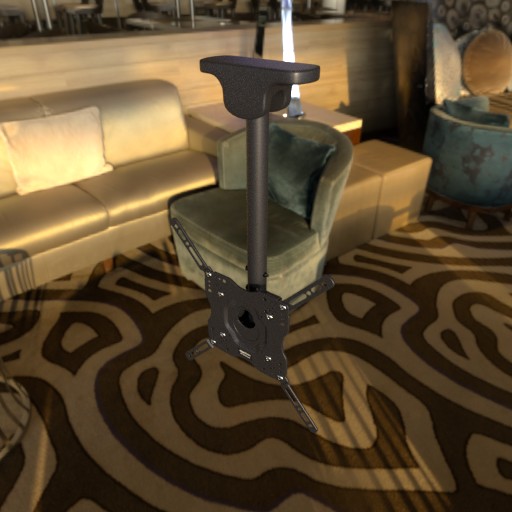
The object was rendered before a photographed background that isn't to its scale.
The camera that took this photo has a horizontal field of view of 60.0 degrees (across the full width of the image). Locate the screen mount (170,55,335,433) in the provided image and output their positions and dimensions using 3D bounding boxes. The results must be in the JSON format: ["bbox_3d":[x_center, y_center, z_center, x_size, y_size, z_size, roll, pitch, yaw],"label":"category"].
[{"bbox_3d":[0.000,0.000,0.902,0.393,0.729,0.090,21,38,30],"label":"screen mount"}]
